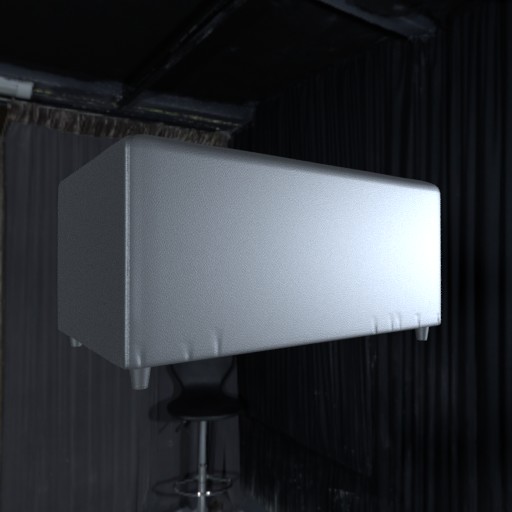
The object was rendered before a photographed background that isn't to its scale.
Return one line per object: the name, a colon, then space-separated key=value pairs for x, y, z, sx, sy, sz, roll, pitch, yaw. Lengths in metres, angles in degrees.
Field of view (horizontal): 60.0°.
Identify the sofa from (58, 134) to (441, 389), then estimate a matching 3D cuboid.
sofa: x=0.000 y=0.000 z=1.883 sx=1.410 sy=0.735 sz=0.845 roll=0 pitch=-1 yaw=-35
